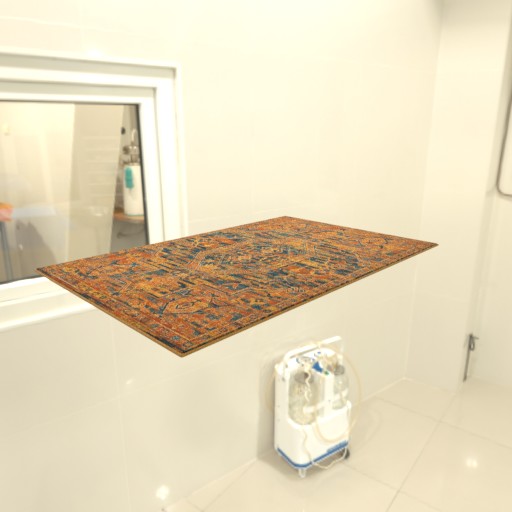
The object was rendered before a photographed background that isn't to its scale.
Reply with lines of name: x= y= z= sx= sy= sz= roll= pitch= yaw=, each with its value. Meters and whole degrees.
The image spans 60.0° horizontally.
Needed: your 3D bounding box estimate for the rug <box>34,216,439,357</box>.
rug: x=0.000 y=0.000 z=1.107 sx=0.557 sy=0.008 sz=0.863 roll=16 pitch=22 yaw=42
